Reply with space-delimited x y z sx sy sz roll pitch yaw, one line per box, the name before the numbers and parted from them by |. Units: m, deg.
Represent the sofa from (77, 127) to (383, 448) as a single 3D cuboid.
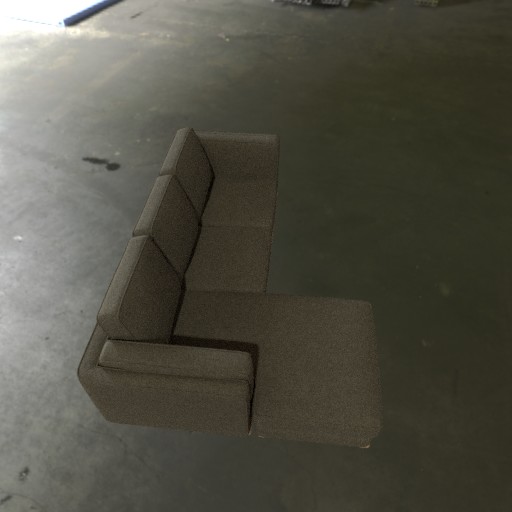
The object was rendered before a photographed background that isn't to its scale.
sofa | 0.000 0.000 3.154 1.604 0.929 2.411 4 46 4
